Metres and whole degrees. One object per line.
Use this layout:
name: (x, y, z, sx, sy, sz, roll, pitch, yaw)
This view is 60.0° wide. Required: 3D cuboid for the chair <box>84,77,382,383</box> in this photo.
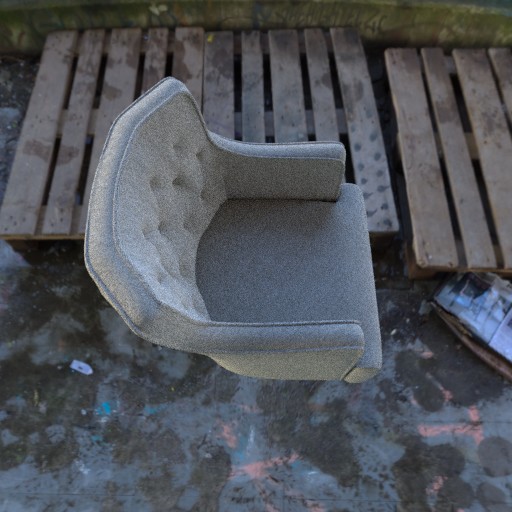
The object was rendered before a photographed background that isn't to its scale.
chair: (0.000, 0.000, 1.638, 0.910, 0.920, 0.820, 0, 64, 0)
